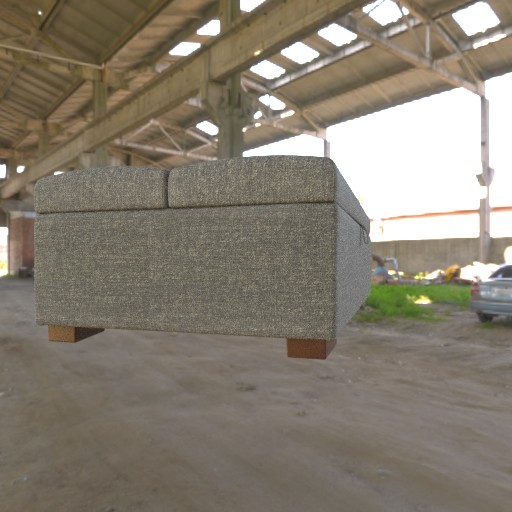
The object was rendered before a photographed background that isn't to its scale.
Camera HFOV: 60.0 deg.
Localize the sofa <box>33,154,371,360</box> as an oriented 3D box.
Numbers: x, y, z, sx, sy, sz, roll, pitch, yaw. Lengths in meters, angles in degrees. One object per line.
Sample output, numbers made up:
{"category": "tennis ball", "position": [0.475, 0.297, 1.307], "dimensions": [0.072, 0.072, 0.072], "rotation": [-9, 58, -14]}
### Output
{"category": "sofa", "position": [0.000, 0.000, 1.531], "dimensions": [0.782, 0.417, 1.198], "rotation": [0, -1, 18]}
